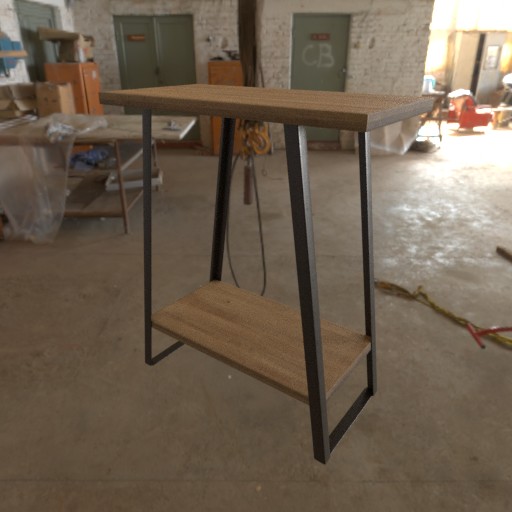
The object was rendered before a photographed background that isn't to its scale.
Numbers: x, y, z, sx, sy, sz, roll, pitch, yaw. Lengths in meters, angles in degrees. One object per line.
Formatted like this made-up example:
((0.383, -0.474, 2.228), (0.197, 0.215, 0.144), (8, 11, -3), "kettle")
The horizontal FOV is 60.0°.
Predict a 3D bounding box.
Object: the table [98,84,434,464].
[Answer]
((0.000, 0.000, 1.019), (0.599, 0.701, 0.300), (17, 30, 33), "table")
